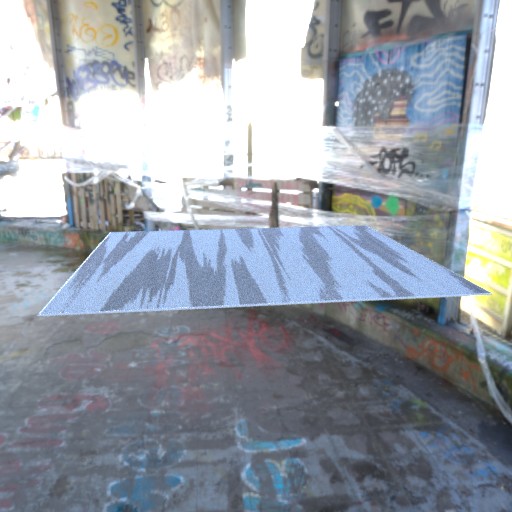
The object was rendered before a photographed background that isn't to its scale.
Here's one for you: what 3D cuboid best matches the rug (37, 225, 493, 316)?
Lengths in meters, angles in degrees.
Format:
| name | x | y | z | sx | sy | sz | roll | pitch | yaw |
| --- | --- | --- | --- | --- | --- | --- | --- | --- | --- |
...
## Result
| name | x | y | z | sx | sy | sz | roll | pitch | yaw |
| --- | --- | --- | --- | --- | --- | --- | --- | --- | --- |
| rug | 0.000 | 0.000 | 3.943 | 2.945 | 0.014 | 2.353 | -2 | 15 | -7 |
